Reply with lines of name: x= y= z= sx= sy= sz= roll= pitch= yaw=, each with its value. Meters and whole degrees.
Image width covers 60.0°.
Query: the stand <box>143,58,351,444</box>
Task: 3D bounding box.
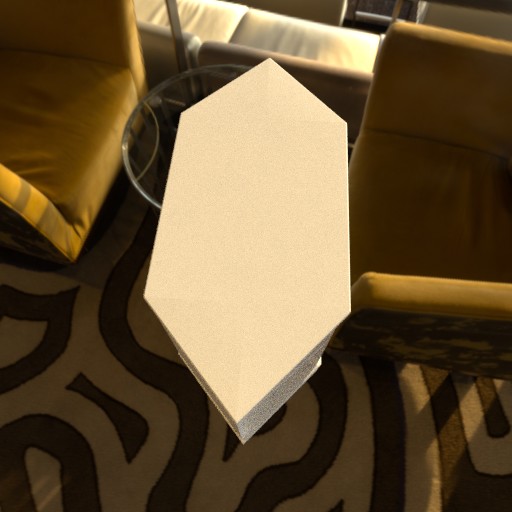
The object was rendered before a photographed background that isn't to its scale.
stand: x=0.000 y=0.000 z=1.406 sx=0.477 sy=0.614 sz=1.072 roll=4 pitch=63 yaw=2
